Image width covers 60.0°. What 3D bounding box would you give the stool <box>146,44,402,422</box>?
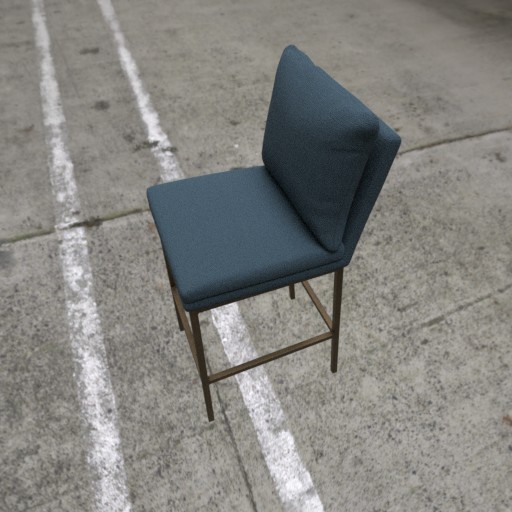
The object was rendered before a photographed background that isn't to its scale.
[{"bbox_3d":[0.000,0.000,1.431,0.568,1.124,0.463,-15,48,-14],"label":"stool"}]
